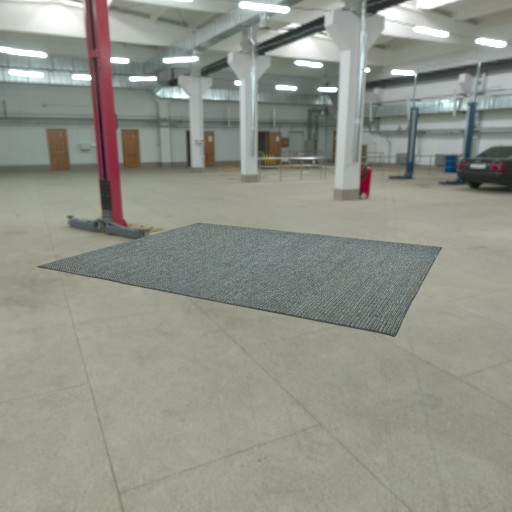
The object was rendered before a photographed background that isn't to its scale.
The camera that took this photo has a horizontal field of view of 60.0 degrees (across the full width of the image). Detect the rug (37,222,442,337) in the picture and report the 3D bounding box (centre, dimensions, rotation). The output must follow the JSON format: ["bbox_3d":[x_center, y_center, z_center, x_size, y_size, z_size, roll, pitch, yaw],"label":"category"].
[{"bbox_3d":[0.000,0.000,4.228,3.068,0.021,2.456,8,16,27],"label":"rug"}]
